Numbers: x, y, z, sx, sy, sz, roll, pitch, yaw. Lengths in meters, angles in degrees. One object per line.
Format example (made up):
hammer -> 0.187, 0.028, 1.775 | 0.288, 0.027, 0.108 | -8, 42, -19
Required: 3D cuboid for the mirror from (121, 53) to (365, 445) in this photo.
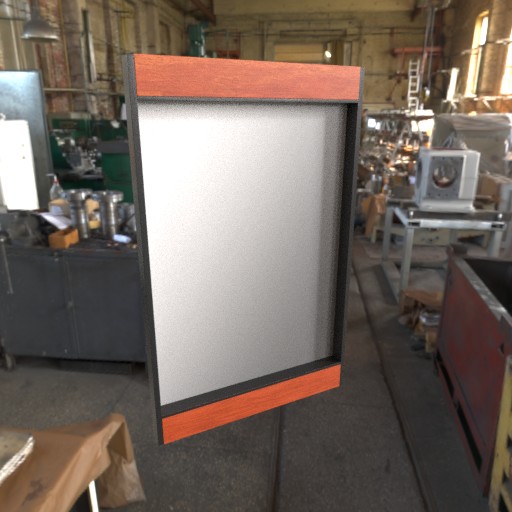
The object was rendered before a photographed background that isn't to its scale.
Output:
mirror -> 0.000, 0.000, 1.022 | 0.525, 0.823, 0.047 | -9, 20, -26
